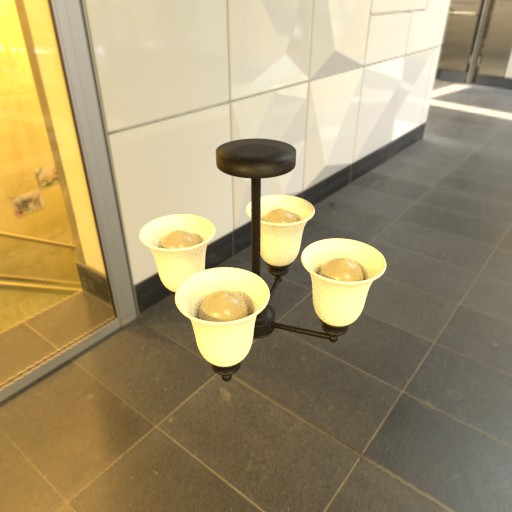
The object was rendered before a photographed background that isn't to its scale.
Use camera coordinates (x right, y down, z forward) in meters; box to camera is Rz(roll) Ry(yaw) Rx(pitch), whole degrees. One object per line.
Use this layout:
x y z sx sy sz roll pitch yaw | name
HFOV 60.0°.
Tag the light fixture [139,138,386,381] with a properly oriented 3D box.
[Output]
0.000 0.000 1.897 1.069 0.925 1.069 10 33 16 | light fixture
